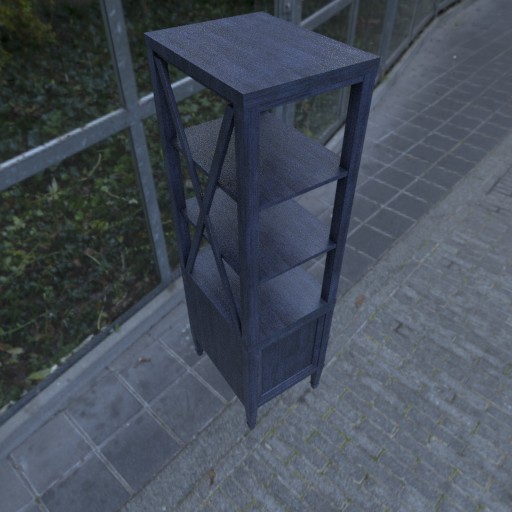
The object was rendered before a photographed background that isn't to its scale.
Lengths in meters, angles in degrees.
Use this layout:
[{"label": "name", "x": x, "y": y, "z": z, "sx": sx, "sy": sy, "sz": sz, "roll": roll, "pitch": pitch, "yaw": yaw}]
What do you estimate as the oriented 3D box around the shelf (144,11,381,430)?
[{"label": "shelf", "x": 0.000, "y": 0.000, "z": 1.915, "sx": 0.472, "sy": 1.727, "sz": 0.584, "roll": -25, "pitch": 48, "yaw": -25}]
